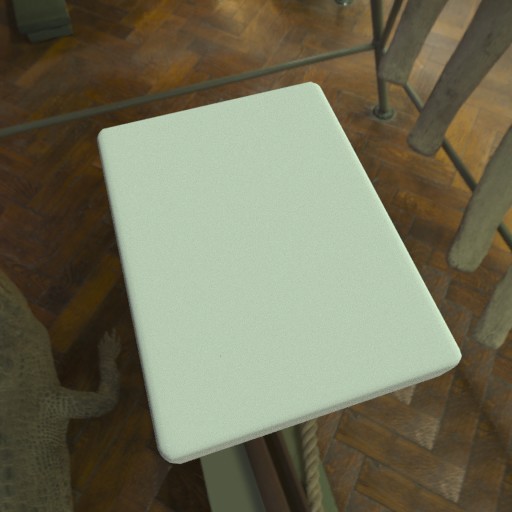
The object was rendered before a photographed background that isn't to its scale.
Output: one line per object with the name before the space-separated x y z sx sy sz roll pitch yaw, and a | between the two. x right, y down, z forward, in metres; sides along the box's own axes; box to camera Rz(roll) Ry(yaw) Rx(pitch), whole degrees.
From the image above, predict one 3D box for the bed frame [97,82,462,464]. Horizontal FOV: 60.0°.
bed frame | 0.000 0.000 2.783 1.528 0.677 2.037 -16 64 -8
